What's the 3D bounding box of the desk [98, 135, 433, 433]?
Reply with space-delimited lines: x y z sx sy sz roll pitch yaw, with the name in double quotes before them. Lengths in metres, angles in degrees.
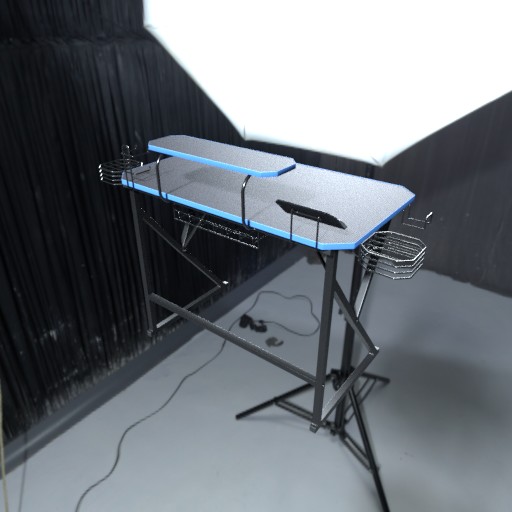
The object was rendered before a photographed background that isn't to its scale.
"desk" 0.000 0.000 1.722 1.295 0.909 0.594 20 35 32
